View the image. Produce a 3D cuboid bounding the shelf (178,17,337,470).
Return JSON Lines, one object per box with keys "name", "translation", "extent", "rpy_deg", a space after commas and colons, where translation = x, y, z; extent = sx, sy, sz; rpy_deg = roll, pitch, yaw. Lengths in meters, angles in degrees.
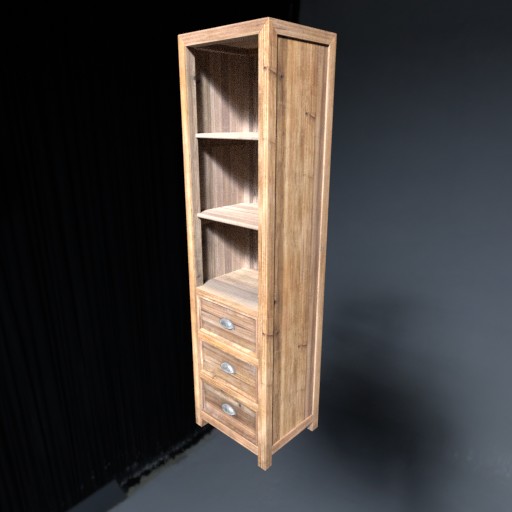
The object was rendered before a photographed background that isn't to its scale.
{"name": "shelf", "translation": [0.000, 0.000, 2.095], "extent": [0.500, 1.900, 0.428], "rpy_deg": [15, 23, 41]}
